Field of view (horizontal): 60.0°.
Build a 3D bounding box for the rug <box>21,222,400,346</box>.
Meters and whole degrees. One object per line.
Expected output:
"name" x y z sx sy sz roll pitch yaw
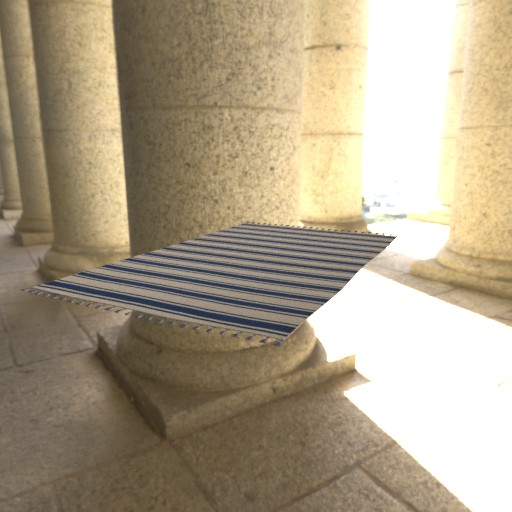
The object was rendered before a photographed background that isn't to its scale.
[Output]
"rug" 0.000 0.000 2.557 1.248 0.009 2.108 7 15 27
